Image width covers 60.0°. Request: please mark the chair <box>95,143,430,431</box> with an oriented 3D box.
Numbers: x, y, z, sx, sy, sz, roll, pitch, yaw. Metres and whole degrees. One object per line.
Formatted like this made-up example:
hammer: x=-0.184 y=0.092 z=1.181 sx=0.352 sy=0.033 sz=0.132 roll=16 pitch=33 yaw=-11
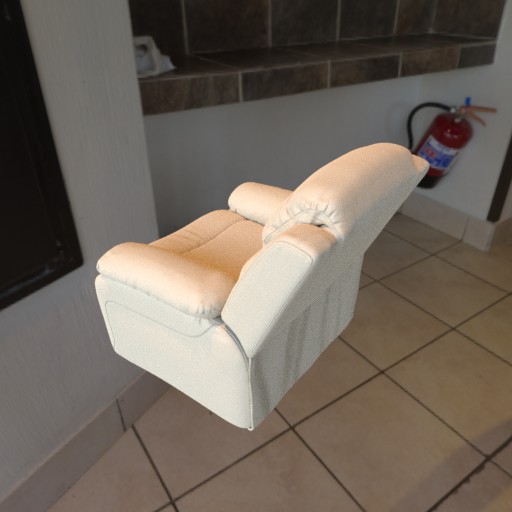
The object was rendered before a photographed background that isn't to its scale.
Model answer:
chair: x=0.000 y=0.000 z=1.267 sx=0.709 sy=0.702 sz=0.680 roll=22 pitch=38 yaw=31
